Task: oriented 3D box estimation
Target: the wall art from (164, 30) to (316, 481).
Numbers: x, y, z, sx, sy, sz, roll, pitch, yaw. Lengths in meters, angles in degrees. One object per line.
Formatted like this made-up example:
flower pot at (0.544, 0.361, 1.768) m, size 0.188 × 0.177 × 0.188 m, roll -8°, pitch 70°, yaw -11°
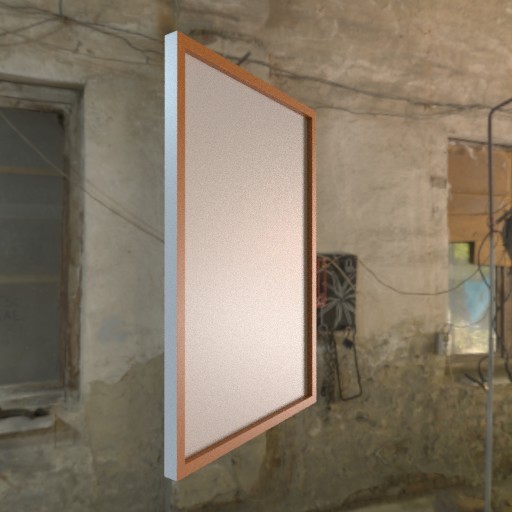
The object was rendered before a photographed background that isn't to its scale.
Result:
wall art at (0.000, 0.000, 1.159) m, size 0.037 × 0.916 × 0.610 m, roll 0°, pitch 0°, yaw 35°
